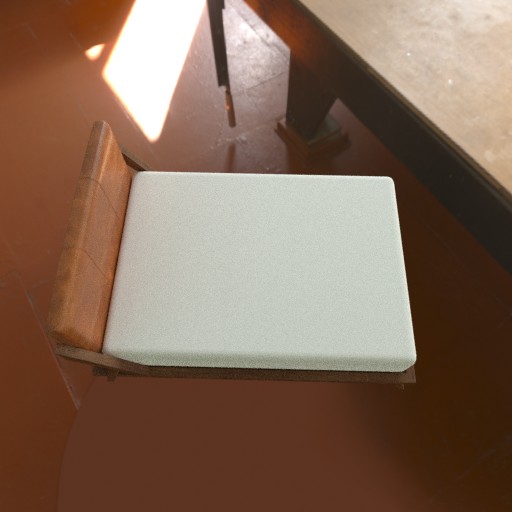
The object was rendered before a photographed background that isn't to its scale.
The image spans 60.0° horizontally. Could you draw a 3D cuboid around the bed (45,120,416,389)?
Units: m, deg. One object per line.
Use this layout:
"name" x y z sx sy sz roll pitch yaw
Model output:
"bed" 0.000 0.000 3.242 2.311 1.168 1.651 1 65 1
